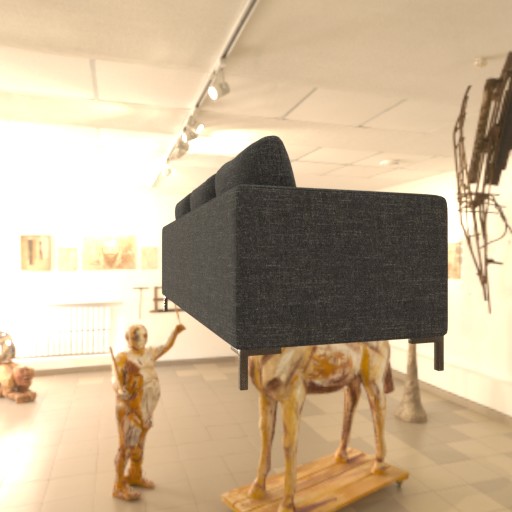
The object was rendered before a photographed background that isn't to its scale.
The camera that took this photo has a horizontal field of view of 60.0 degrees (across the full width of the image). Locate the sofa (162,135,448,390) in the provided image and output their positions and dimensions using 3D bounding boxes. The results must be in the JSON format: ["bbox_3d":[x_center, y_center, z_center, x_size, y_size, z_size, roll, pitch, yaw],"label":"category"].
[{"bbox_3d":[0.000,0.000,2.596,0.859,0.874,2.218,0,0,-18],"label":"sofa"}]
